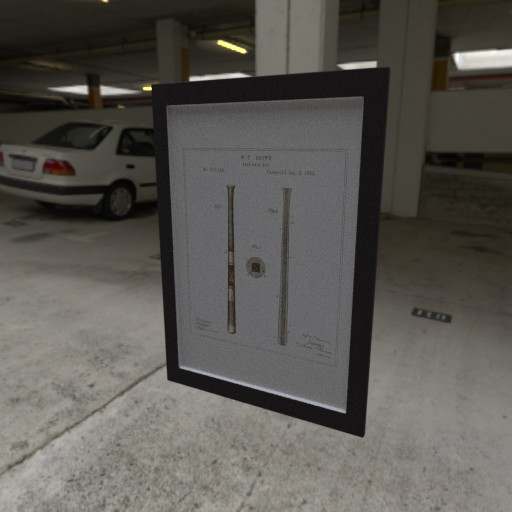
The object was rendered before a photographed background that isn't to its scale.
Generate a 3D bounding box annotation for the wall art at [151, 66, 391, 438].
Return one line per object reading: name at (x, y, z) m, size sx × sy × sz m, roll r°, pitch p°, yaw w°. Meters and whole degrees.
wall art at (0.000, 0.000, 0.699) m, size 0.374 × 0.529 × 0.012 m, roll 7°, pitch 16°, yaw 26°
